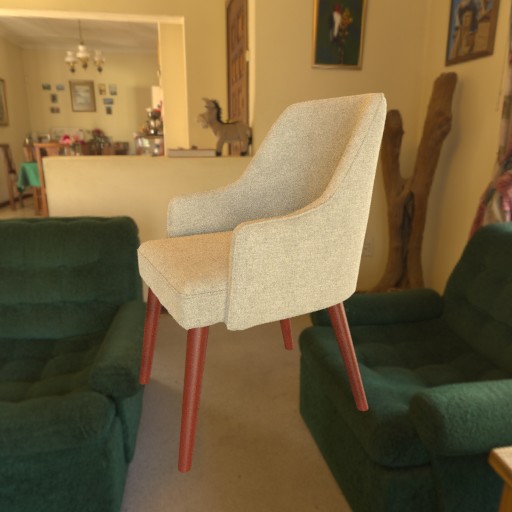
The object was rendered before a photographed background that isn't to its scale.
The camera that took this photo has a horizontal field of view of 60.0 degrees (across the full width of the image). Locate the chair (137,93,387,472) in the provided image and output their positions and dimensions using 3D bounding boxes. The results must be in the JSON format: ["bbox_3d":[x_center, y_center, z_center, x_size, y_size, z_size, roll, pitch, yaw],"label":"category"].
[{"bbox_3d":[0.000,0.000,1.218,0.605,0.849,0.548,-7,17,-25],"label":"chair"}]
